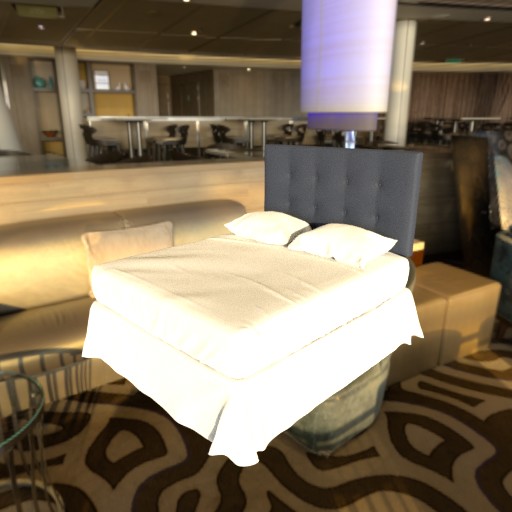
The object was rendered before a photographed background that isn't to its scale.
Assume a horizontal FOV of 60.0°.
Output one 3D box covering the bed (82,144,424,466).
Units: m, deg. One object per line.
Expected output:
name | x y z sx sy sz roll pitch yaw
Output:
bed | 0.000 0.000 3.476 1.936 1.577 2.222 16 23 42
